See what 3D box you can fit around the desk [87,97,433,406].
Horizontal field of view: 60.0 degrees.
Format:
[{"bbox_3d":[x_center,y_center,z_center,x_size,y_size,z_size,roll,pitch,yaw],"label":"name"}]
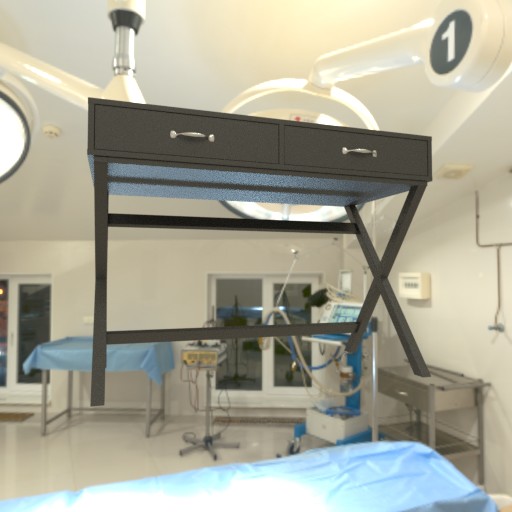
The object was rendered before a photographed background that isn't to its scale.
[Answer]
[{"bbox_3d":[0.000,0.000,1.507,1.057,0.780,0.525,1,-2,-18],"label":"desk"}]
